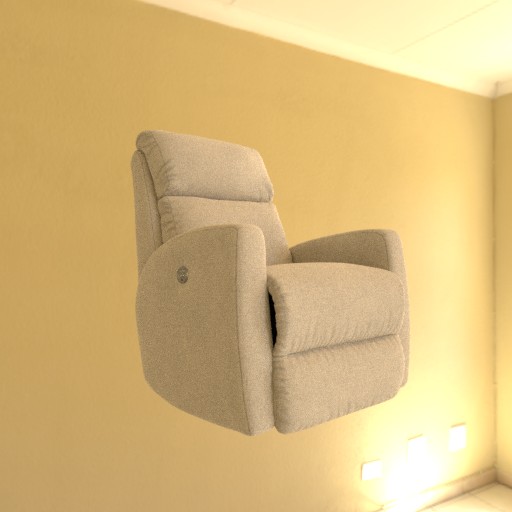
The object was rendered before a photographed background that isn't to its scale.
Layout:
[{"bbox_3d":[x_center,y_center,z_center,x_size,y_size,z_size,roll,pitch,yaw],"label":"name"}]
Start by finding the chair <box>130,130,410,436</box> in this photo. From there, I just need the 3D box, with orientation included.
[{"bbox_3d":[0.000,0.000,1.685,0.794,1.021,0.940,0,0,-39],"label":"chair"}]
